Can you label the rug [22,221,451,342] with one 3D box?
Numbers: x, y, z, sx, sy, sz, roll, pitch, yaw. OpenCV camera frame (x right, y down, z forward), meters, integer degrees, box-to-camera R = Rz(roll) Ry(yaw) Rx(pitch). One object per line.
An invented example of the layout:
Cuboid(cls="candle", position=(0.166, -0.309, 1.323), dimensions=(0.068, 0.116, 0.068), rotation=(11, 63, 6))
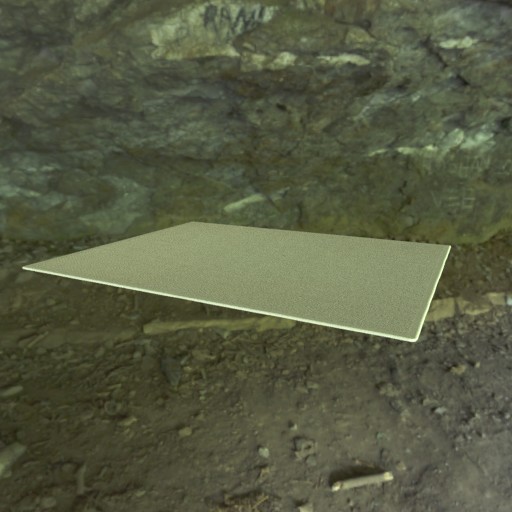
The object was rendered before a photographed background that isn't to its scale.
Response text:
Cuboid(cls="rug", position=(0.000, 0.000, 3.959), dimensions=(3.051, 0.020, 2.407), rotation=(7, 16, 26))
